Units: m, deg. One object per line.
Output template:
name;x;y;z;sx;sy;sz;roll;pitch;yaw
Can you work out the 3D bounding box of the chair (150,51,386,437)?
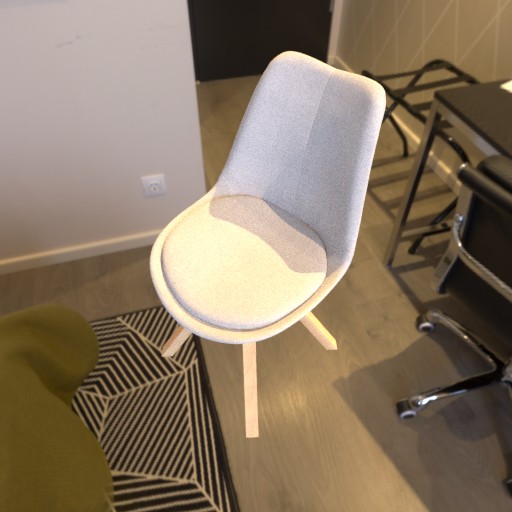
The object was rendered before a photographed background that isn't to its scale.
chair;0.000;0.000;1.192;0.474;0.863;0.549;35;56;28
